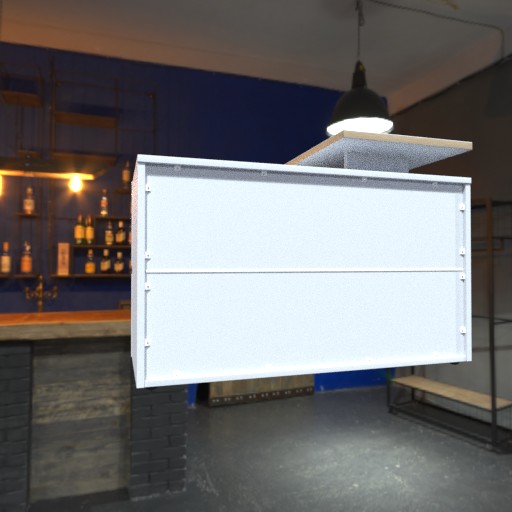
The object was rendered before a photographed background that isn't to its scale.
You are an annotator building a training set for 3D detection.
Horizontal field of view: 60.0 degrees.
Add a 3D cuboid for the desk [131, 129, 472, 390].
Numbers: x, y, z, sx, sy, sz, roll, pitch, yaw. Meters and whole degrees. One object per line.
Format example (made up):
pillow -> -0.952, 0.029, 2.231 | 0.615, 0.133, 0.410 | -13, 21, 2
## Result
desk -> 0.000, 0.000, 2.002 | 1.098, 0.755, 1.404 | 0, -1, -17
